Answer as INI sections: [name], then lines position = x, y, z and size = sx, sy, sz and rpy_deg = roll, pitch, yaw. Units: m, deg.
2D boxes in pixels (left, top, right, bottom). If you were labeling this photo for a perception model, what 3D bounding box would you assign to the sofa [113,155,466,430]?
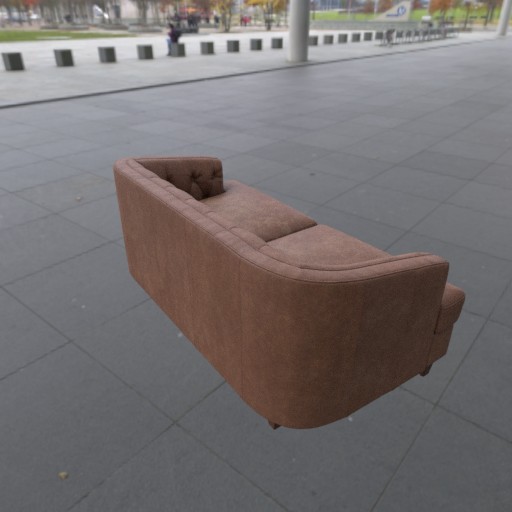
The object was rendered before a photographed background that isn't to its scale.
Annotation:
[sofa]
position = 0.000, 0.000, 2.247
size = 0.914, 0.786, 1.755
rpy_deg = -19, 34, -31
